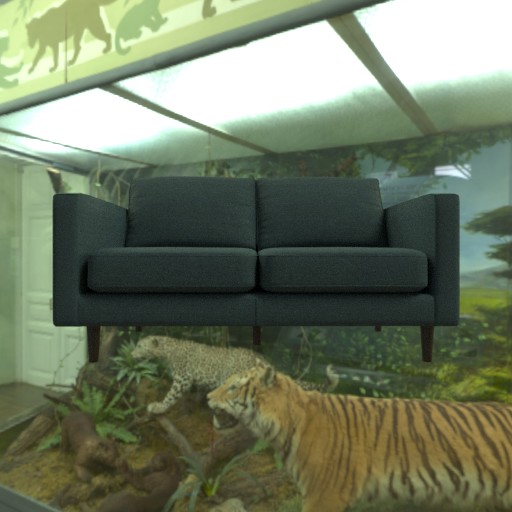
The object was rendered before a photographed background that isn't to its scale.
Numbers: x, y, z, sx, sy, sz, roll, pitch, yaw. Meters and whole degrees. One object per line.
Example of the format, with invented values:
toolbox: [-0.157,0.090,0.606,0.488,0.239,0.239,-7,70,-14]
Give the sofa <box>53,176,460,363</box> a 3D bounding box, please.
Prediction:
sofa: [0.000,0.000,2.251,1.659,0.907,0.999,0,0,0]
